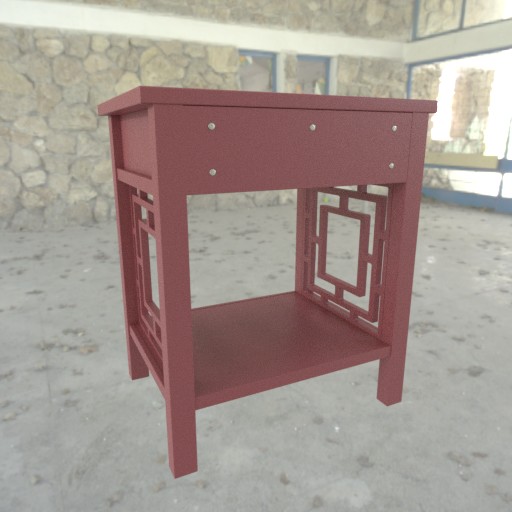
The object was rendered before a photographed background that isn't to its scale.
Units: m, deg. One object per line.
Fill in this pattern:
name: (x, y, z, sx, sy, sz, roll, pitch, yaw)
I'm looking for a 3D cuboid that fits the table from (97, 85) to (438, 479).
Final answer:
table: (0.000, 0.000, 1.049, 0.599, 0.686, 0.451, -7, 17, -26)
